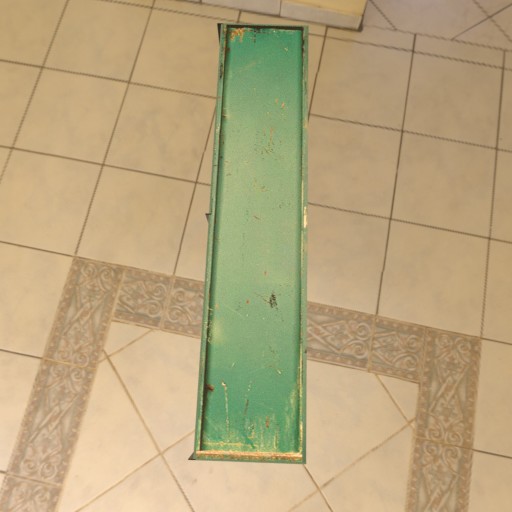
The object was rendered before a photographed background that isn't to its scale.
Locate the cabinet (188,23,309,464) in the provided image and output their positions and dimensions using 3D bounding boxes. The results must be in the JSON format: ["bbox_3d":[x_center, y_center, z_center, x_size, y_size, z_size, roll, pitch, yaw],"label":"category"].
[{"bbox_3d":[0.000,0.000,3.963,0.680,2.160,3.001,2,76,0],"label":"cabinet"}]
